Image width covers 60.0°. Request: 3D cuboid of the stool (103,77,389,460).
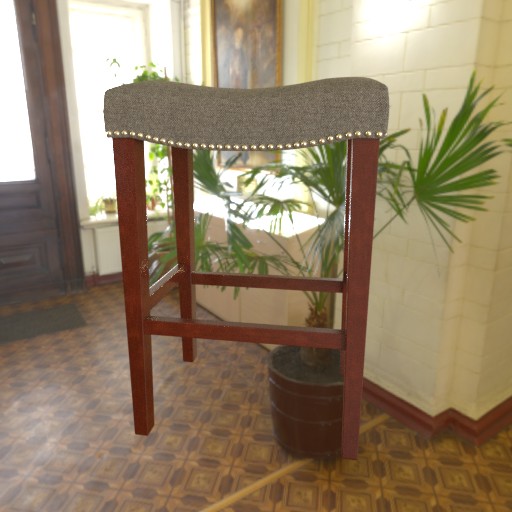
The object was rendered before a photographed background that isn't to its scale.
[{"bbox_3d":[0.000,0.000,1.009,0.504,0.742,0.372,3,16,9],"label":"stool"}]
